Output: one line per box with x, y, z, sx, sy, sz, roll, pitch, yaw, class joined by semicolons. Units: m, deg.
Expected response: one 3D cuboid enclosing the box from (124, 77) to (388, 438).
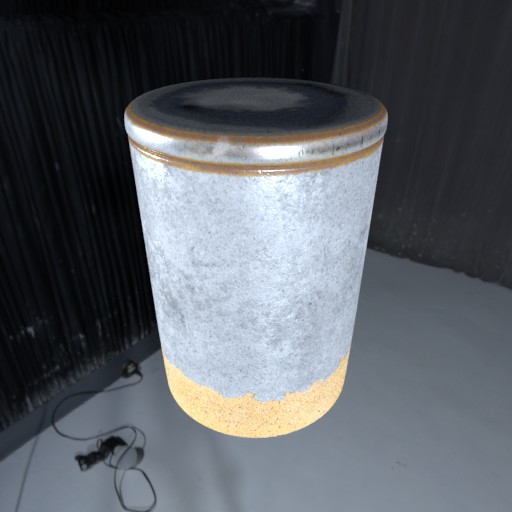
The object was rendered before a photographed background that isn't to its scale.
0.000;0.000;0.246;0.118;0.168;0.118;0;32;0;box
